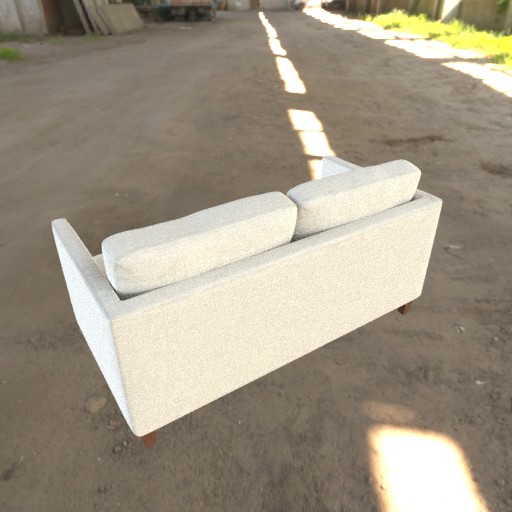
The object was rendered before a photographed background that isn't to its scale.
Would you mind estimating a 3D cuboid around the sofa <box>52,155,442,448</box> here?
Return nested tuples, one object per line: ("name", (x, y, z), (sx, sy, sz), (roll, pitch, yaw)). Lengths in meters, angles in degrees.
("sofa", (0.000, 0.000, 2.423), (1.838, 0.963, 0.950), (-19, 36, -28))
